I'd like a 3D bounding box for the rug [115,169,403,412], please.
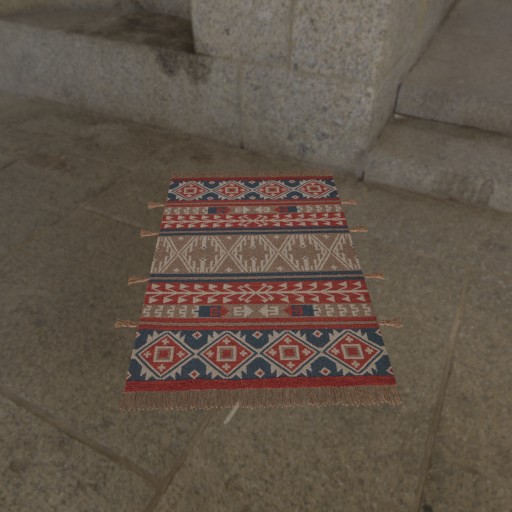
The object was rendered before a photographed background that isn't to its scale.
[{"bbox_3d":[0.000,0.000,3.230,1.778,0.048,2.450,-1,41,-1],"label":"rug"}]
